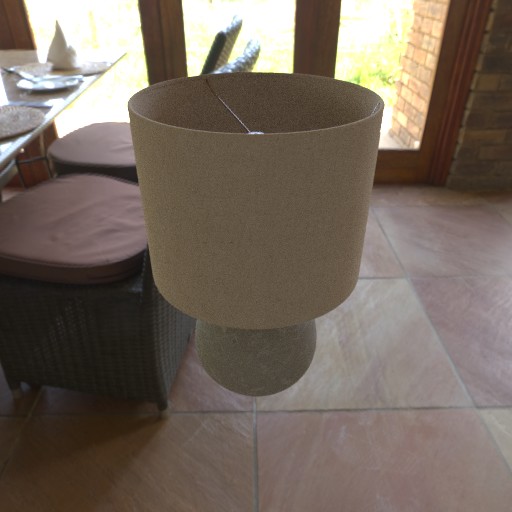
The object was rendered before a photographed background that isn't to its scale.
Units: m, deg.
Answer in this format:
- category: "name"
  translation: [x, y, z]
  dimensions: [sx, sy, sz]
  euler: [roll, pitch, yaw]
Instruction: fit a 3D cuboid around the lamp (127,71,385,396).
- category: "lamp"
  translation: [0.000, 0.000, 0.585]
  dimensions: [0.269, 0.409, 0.269]
  euler: [1, 33, 2]
